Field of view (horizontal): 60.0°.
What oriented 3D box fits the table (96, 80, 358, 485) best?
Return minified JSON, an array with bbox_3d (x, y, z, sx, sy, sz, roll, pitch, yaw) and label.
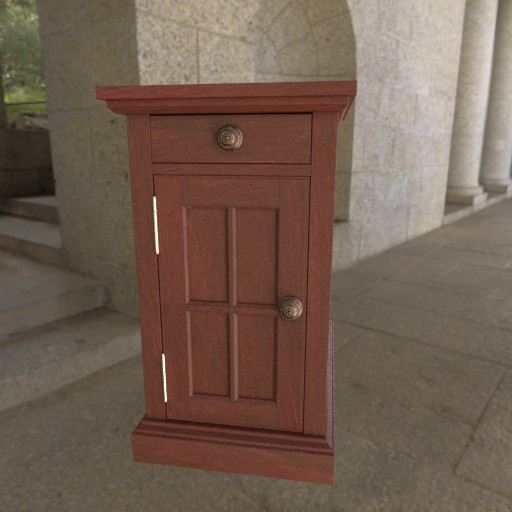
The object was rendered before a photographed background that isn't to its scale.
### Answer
[{"bbox_3d":[0.000,0.000,0.939,0.356,0.612,0.584,2,14,9],"label":"table"}]
